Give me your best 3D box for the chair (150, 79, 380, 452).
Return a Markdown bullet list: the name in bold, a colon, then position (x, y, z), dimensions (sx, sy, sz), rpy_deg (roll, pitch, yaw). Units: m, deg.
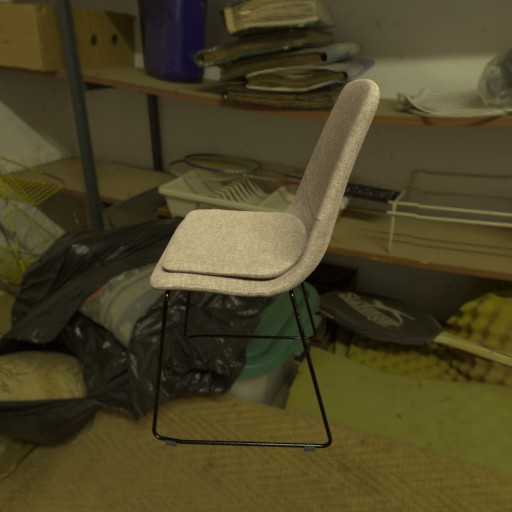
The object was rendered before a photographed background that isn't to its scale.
- **chair**: position (0.000, 0.000, 1.157), dimensions (0.518, 0.858, 0.479), rpy_deg (1, 25, 2)
